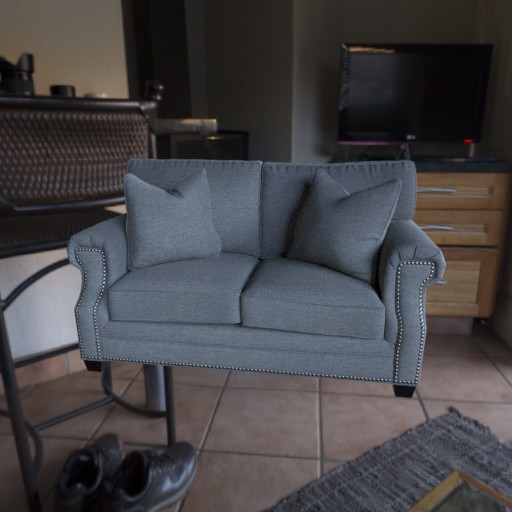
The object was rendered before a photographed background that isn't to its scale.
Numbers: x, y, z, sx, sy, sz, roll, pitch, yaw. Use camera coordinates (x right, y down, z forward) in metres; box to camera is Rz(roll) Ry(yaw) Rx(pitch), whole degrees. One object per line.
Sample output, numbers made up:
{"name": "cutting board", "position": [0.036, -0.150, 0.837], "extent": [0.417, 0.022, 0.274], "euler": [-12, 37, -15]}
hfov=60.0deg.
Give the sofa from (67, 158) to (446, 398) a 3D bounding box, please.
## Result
{"name": "sofa", "position": [0.000, 0.000, 2.302], "extent": [1.701, 0.966, 0.966], "euler": [2, 15, 9]}
